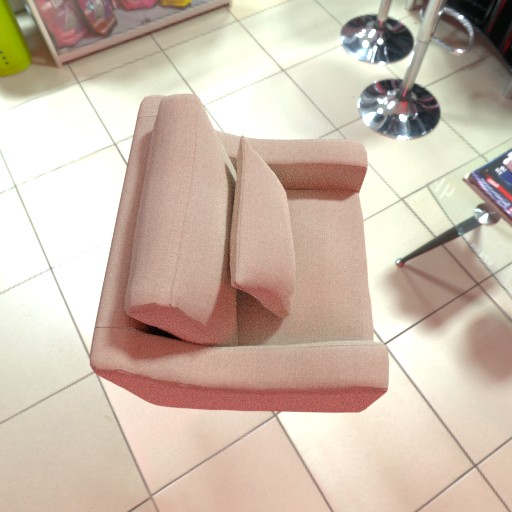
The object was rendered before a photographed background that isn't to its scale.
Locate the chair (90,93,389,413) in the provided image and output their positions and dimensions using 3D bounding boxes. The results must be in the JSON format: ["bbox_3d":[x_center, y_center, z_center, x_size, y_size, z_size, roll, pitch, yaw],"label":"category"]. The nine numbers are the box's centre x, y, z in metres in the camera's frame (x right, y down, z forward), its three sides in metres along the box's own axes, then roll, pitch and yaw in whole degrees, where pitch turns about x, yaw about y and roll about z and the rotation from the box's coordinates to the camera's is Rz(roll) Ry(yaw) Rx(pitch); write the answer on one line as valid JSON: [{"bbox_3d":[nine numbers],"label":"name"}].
[{"bbox_3d":[0.000,0.000,1.903,1.009,1.016,1.178,1,63,1],"label":"chair"}]
